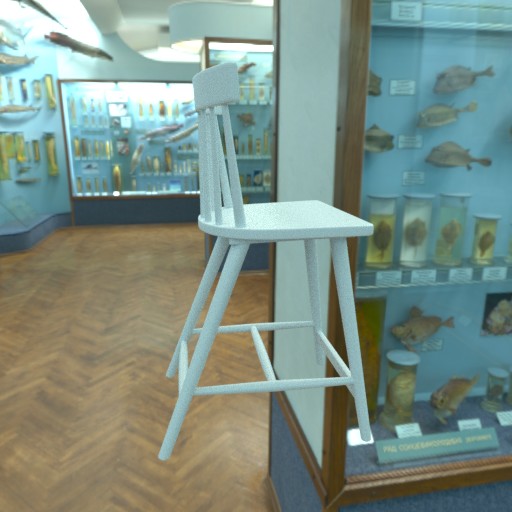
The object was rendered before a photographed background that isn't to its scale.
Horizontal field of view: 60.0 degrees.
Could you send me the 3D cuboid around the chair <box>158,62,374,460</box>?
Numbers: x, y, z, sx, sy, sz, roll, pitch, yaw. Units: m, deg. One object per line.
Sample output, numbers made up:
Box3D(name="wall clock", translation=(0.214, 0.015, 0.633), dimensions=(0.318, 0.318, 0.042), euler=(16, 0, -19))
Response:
Box3D(name="chair", translation=(0.000, 0.000, 1.268), dimensions=(0.572, 0.952, 0.483), euler=(-2, 14, -8))
